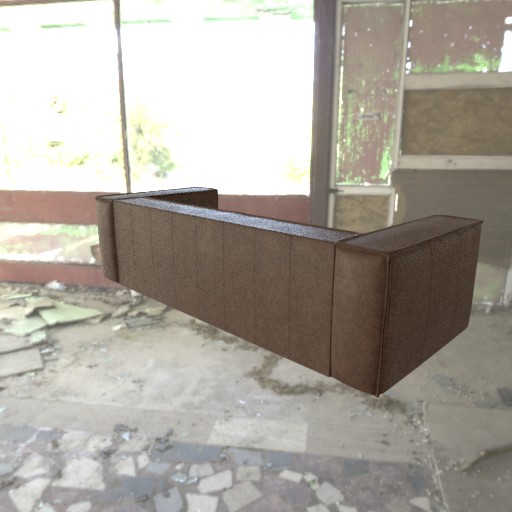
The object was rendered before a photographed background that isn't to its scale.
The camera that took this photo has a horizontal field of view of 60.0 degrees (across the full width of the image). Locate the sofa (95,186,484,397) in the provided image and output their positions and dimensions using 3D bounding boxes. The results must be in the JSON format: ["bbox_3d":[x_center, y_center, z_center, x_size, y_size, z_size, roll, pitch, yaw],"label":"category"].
[{"bbox_3d":[0.000,0.000,3.044,2.581,0.701,1.102,14,20,43],"label":"sofa"}]
